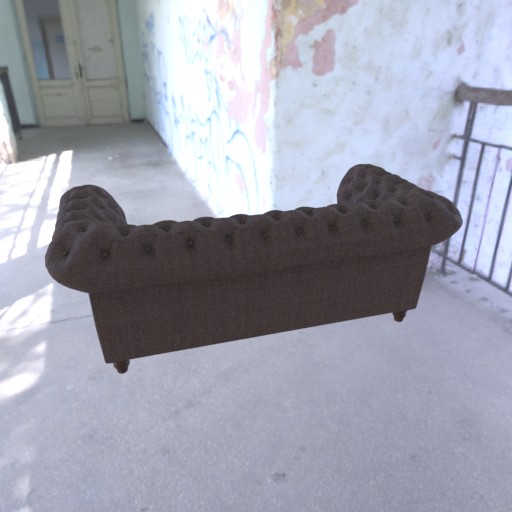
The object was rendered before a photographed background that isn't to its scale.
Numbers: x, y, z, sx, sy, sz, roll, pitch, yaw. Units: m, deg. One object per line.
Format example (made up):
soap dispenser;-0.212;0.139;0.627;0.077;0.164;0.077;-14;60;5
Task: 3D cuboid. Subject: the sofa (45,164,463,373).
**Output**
sofa;0.000;0.000;2.502;2.048;0.780;0.944;-7;26;-15
